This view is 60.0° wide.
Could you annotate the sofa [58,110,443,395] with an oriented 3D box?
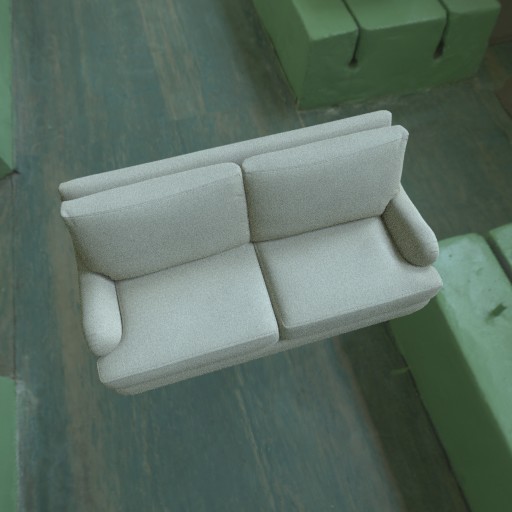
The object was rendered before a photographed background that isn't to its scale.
[{"bbox_3d":[0.000,0.000,2.704,2.070,0.997,1.091,-15,63,-8],"label":"sofa"}]
